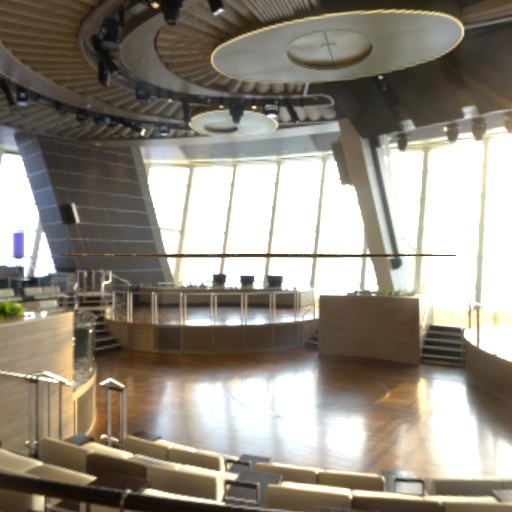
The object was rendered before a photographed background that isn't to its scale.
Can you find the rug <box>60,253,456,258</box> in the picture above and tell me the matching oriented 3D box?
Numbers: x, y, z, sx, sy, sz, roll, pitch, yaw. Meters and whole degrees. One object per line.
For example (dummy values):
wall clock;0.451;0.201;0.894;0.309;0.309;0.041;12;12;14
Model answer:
rug;0.000;0.000;2.141;1.152;0.013;1.761;0;0;0
